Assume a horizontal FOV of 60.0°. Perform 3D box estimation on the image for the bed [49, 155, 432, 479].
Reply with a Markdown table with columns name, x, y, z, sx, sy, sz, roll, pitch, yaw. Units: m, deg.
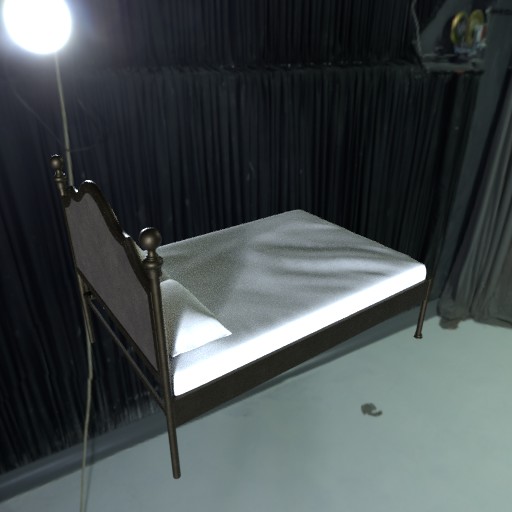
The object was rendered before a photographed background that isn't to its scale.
| name | x | y | z | sx | sy | sz | roll | pitch | yaw |
| --- | --- | --- | --- | --- | --- | --- | --- | --- | --- |
| bed | 0.000 | 0.000 | 3.145 | 2.170 | 1.462 | 1.533 | -18 | 32 | -31 |
